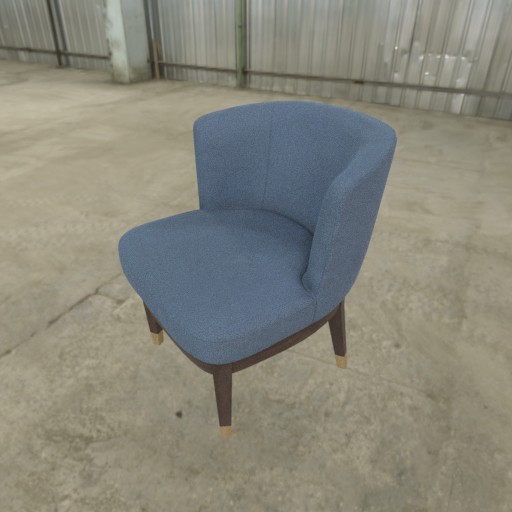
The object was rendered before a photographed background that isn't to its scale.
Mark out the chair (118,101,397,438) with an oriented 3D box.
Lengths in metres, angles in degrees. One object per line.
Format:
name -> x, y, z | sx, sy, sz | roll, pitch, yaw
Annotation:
chair -> 0.000, 0.000, 1.319 | 0.702, 0.760, 0.661 | -20, 38, -29
